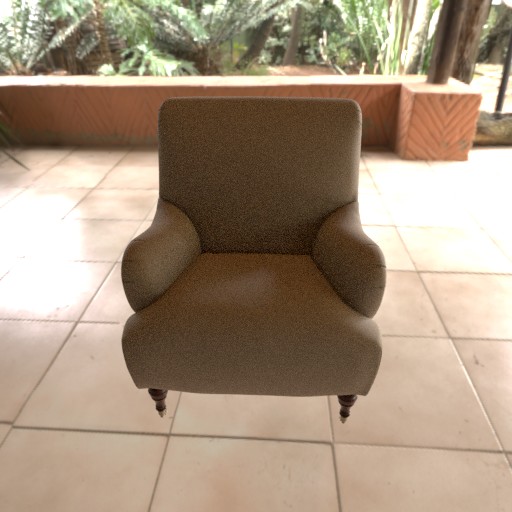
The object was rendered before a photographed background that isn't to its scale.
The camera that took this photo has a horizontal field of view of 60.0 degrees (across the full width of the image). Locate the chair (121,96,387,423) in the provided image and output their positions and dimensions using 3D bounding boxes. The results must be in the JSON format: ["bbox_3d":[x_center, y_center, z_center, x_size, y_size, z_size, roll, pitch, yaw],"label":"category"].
[{"bbox_3d":[0.000,0.000,1.539,0.766,0.942,0.842,1,30,2],"label":"chair"}]
